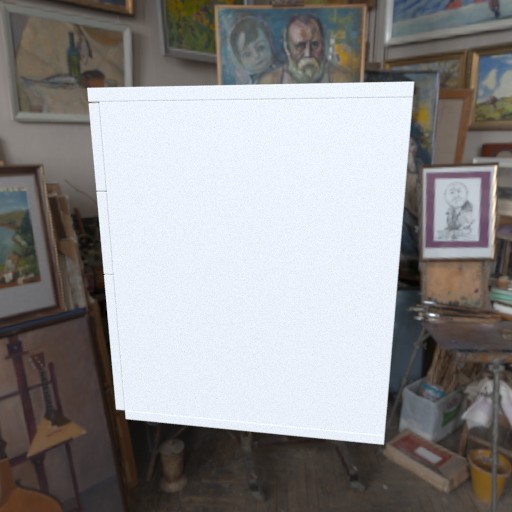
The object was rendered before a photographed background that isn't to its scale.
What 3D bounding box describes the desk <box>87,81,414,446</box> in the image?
[{"bbox_3d":[0.000,0.000,1.071,0.600,0.730,0.404,2,15,9],"label":"desk"}]
